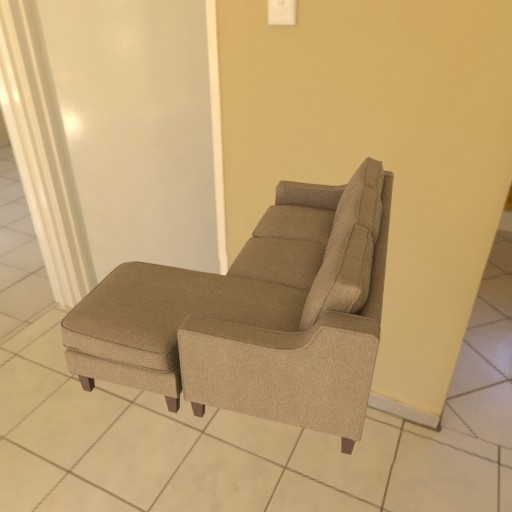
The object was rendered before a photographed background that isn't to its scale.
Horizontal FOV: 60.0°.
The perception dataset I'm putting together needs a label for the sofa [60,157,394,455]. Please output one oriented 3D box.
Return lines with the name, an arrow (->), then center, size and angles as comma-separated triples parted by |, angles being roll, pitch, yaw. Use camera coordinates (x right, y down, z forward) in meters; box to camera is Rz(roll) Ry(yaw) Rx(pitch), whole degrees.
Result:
sofa -> 0.000, 0.000, 3.330 | 1.858, 1.081, 2.317 | 8, 31, 14
